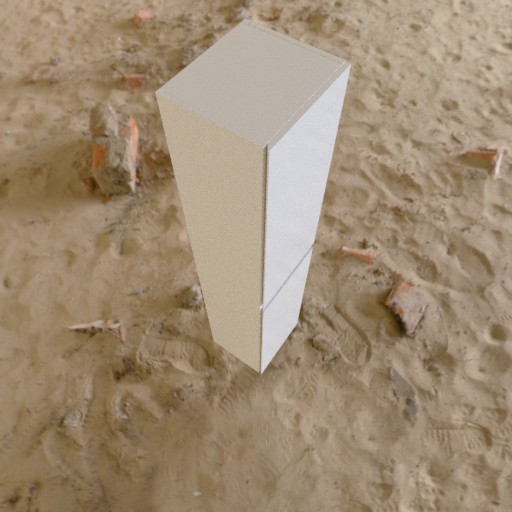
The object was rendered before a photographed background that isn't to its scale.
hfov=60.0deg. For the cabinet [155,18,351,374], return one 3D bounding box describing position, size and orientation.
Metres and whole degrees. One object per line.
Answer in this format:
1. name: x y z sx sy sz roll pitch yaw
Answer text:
1. cabinet: 0.000 0.000 1.489 0.270 1.400 0.300 31 64 17
